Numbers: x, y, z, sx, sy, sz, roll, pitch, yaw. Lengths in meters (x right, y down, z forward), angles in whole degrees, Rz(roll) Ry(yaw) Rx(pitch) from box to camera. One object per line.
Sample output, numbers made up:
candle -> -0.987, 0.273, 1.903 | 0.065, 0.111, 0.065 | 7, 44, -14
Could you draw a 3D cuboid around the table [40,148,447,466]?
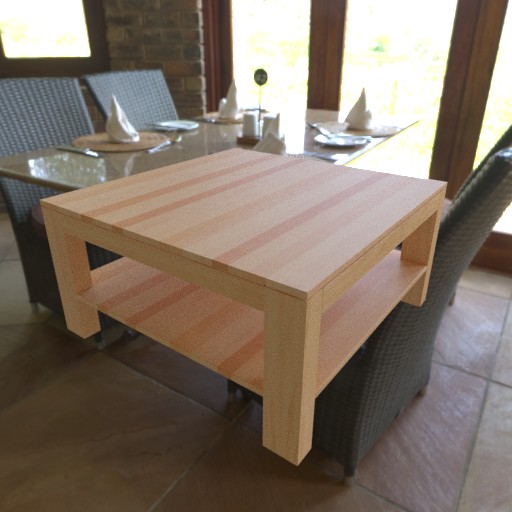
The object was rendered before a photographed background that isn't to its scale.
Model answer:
table -> 0.000, 0.000, 1.469 | 0.900, 0.450, 0.900 | 18, 31, 33
